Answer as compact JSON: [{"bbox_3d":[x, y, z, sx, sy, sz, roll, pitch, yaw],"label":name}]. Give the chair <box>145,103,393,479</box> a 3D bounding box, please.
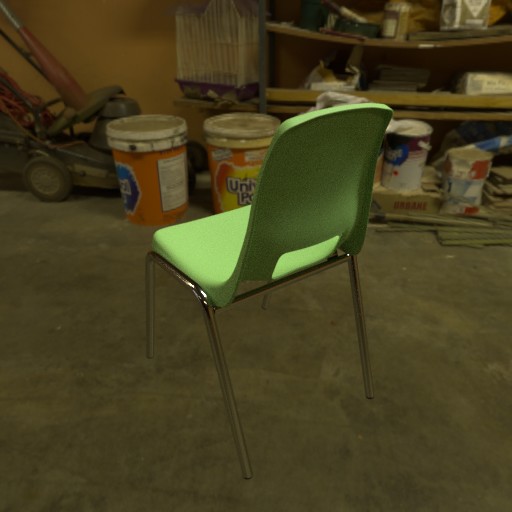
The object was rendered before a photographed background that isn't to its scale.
[{"bbox_3d":[0.000,0.000,0.909,0.381,0.653,0.436,-19,34,-31],"label":"chair"}]
